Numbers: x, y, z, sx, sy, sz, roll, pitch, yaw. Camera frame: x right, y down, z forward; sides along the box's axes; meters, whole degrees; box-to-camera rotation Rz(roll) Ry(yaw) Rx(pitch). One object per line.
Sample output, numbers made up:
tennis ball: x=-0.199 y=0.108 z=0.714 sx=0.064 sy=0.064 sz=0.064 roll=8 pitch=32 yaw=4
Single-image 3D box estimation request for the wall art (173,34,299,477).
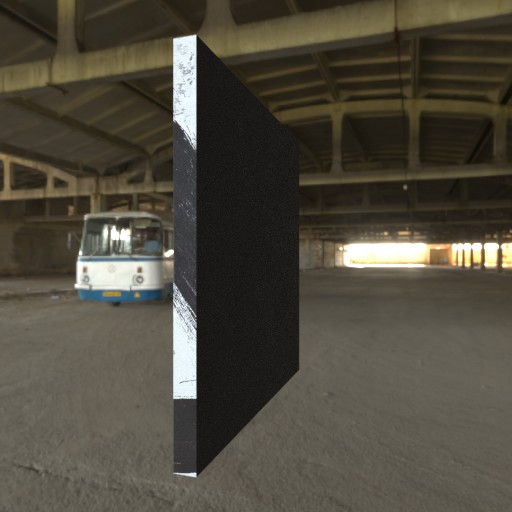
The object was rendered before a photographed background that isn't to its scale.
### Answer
wall art: x=0.000 y=0.000 z=1.133 sx=0.046 sy=0.765 sz=0.765 roll=0 pitch=0 yaw=19
